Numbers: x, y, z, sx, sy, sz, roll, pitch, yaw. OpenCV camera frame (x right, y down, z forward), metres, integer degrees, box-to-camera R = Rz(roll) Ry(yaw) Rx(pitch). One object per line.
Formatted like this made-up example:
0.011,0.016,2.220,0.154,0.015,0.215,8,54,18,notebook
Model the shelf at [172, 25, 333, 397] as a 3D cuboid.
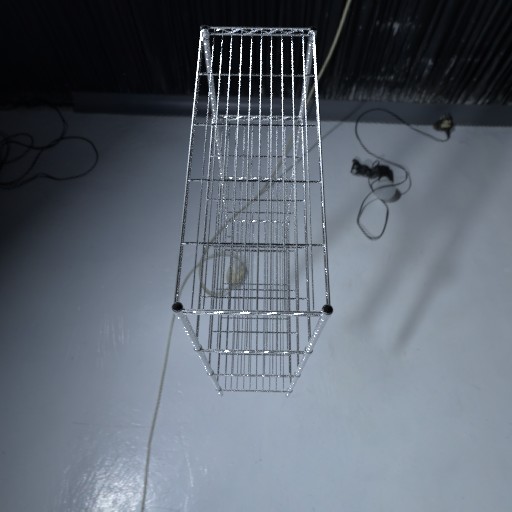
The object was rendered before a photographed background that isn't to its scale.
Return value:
0.000,0.000,1.763,0.352,1.360,0.907,1,65,0,shelf
